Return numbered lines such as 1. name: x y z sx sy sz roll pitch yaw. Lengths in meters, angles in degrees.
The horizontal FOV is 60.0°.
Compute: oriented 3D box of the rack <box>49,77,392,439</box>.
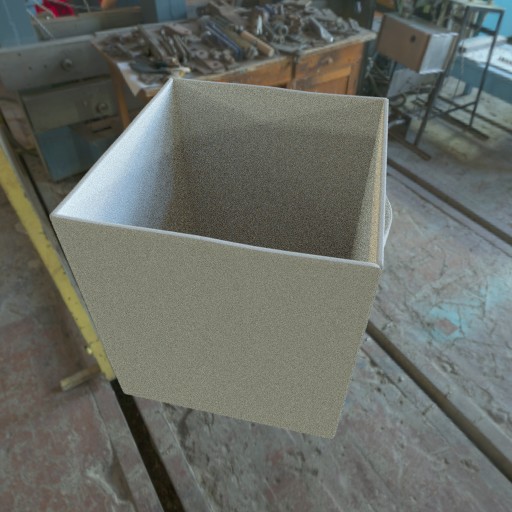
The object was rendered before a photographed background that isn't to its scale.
1. rack: 0.000 0.000 0.507 0.270 0.280 0.270 9 45 9
